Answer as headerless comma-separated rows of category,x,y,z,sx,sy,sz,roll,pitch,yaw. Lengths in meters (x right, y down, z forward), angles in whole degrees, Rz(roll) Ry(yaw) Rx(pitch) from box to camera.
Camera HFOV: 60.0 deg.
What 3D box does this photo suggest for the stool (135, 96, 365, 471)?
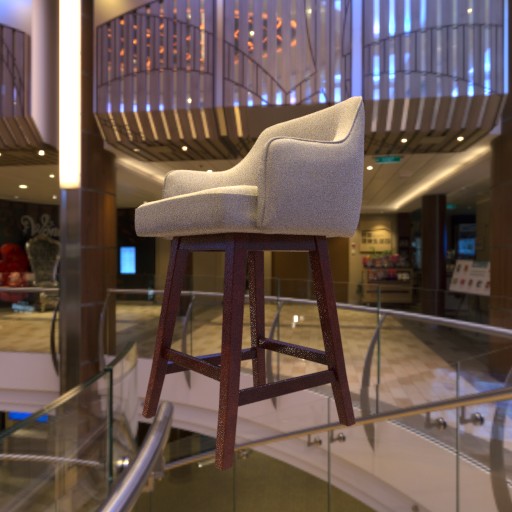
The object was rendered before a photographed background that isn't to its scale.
stool,0.000,0.000,1.279,0.560,0.936,0.550,0,0,-38
